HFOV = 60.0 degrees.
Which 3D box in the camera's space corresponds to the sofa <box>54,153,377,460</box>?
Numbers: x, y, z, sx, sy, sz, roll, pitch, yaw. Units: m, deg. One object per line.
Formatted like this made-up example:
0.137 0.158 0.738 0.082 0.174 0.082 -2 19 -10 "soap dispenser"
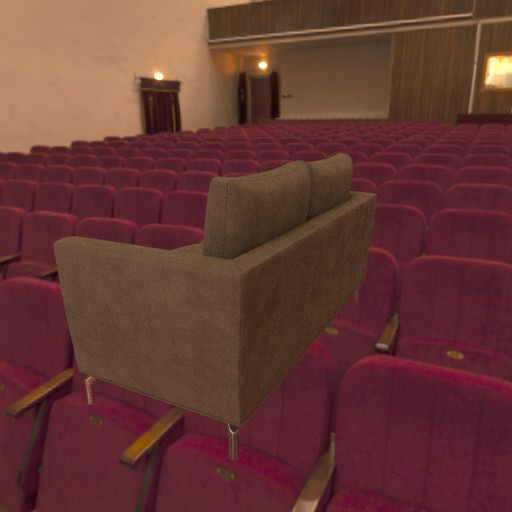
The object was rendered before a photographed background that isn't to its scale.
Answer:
0.000 0.000 2.365 0.855 1.013 1.832 8 19 26 "sofa"
